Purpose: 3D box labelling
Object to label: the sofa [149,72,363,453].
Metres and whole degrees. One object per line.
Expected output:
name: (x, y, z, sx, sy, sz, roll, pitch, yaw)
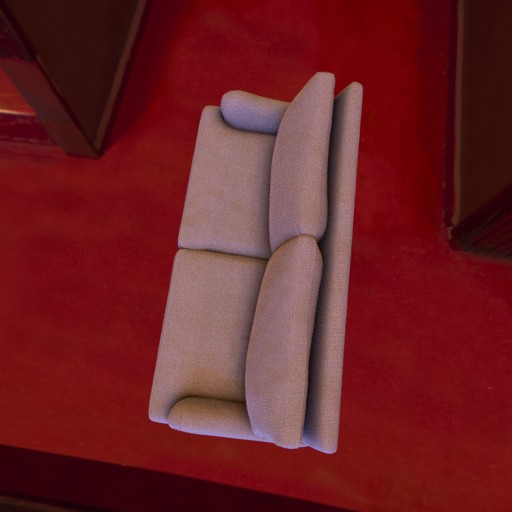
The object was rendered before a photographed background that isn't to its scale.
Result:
sofa: (0.000, 0.000, 2.876, 1.069, 1.096, 2.193, 7, 75, 2)
